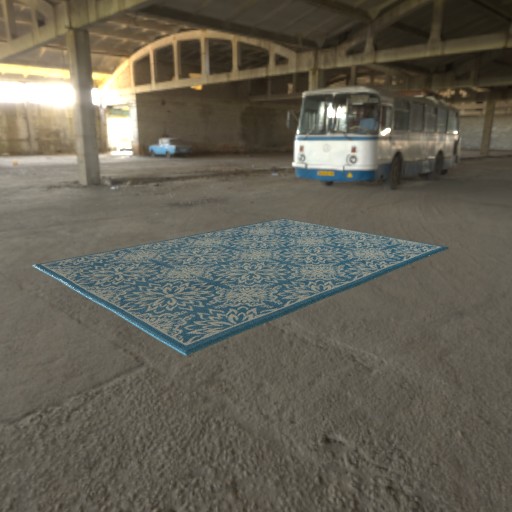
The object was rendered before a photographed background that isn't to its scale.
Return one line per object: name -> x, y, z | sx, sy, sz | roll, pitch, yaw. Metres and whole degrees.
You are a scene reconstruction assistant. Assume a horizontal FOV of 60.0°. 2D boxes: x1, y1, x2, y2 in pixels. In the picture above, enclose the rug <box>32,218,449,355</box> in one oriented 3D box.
rug -> 0.000, 0.000, 2.842 | 2.205, 0.012, 1.554 | -14, 21, -42
